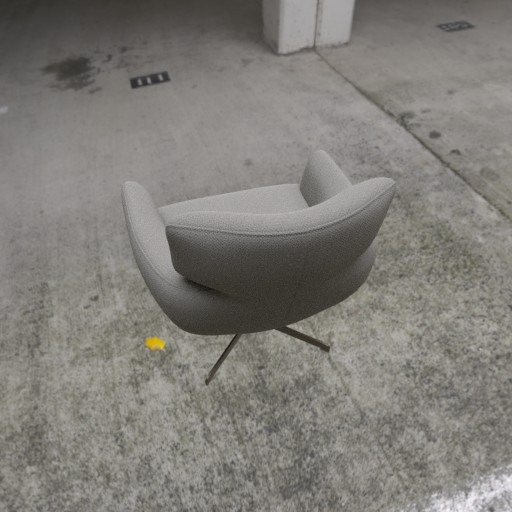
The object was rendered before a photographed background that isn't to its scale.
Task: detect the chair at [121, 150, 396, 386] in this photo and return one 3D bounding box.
[{"bbox_3d":[0.000,0.000,1.432,0.760,0.810,0.730,-12,44,-13],"label":"chair"}]
